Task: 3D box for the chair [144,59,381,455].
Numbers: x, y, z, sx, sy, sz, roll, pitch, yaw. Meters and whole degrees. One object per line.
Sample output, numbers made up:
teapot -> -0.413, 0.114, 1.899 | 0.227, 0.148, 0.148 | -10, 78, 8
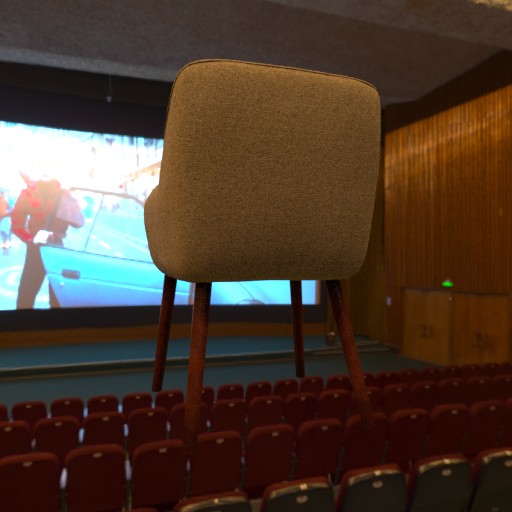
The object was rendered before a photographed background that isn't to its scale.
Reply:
chair -> 0.000, 0.000, 1.171 | 0.543, 0.803, 0.519 | 0, 0, -19
